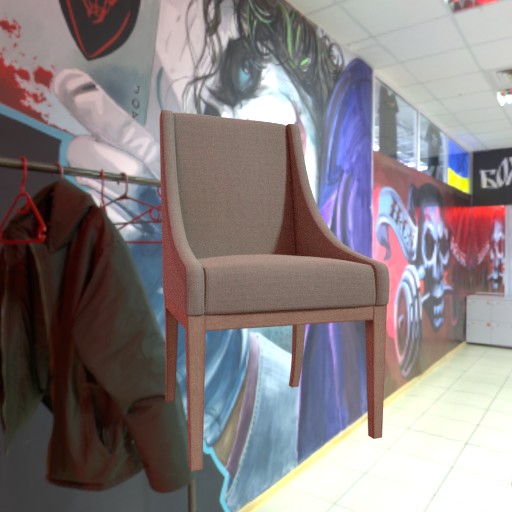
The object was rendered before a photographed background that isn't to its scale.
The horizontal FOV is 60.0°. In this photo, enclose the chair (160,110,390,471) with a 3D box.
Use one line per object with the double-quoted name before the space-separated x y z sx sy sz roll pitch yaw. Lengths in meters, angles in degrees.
"chair" 0.000 0.000 1.418 0.575 1.021 0.611 0 1 -20
